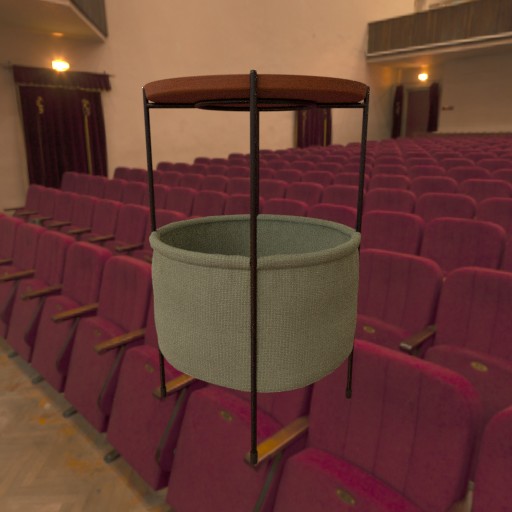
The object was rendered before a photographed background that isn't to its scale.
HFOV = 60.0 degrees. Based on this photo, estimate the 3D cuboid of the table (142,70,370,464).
[{"bbox_3d":[0.000,0.000,0.868,0.400,0.623,0.400,-14,20,-42],"label":"table"}]
